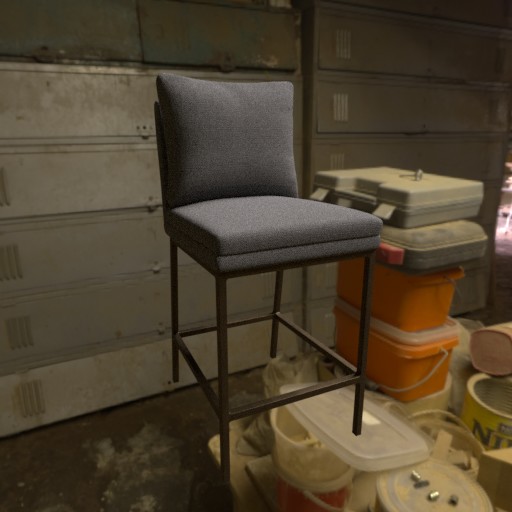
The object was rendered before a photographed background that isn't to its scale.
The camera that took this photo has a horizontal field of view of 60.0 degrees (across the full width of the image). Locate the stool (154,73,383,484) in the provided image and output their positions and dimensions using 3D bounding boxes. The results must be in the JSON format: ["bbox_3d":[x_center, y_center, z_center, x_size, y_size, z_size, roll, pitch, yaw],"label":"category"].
[{"bbox_3d":[0.000,0.000,1.323,0.463,1.031,0.569,-8,18,-25],"label":"stool"}]
